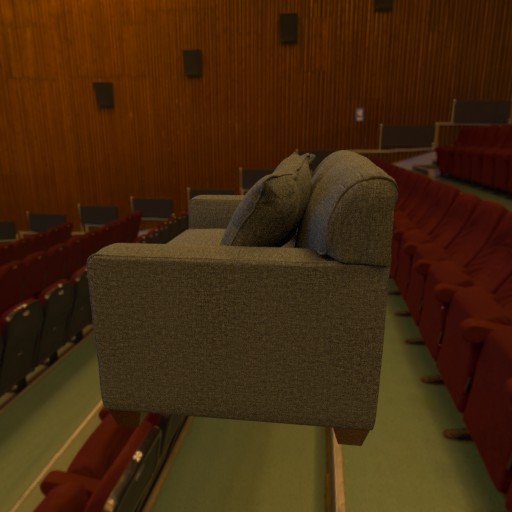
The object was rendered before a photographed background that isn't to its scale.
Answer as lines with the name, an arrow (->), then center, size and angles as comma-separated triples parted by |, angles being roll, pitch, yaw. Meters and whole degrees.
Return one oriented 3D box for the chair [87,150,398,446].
chair -> 0.000, 0.000, 2.049 | 1.000, 0.948, 1.383 | 2, 16, 7
